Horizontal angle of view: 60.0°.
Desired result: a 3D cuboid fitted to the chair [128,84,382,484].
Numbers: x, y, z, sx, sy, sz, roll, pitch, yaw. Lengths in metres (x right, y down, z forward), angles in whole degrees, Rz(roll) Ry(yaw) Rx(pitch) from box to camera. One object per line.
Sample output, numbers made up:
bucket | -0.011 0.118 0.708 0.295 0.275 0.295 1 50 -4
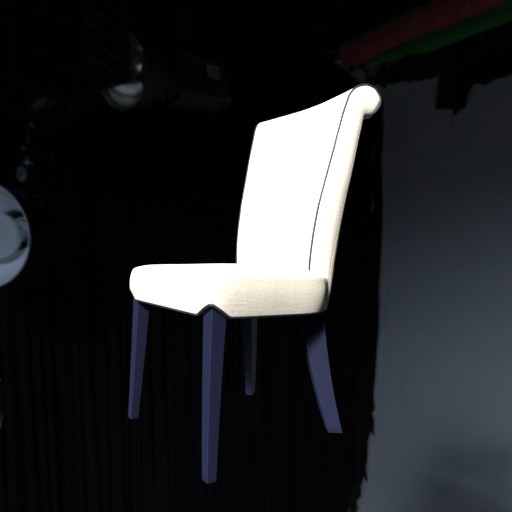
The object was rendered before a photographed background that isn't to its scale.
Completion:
chair | 0.000 0.000 1.346 0.623 0.997 0.522 -1 1 -36
